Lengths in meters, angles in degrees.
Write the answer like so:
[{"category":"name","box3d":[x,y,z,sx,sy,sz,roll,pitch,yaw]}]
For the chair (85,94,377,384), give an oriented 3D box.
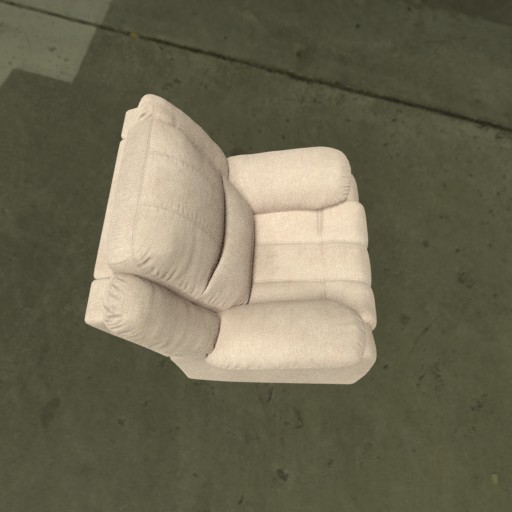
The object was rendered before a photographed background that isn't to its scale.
[{"category":"chair","box3d":[0.000,0.000,1.724,0.944,1.008,0.899,1,64,1]}]
